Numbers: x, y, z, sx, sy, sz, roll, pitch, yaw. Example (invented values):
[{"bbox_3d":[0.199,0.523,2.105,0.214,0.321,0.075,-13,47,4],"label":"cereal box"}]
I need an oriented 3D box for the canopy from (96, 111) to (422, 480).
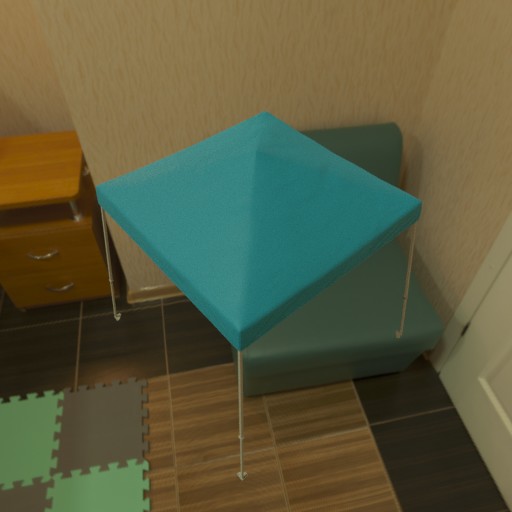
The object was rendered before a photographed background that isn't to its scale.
[{"bbox_3d":[0.000,0.000,6.495,3.600,3.600,3.599,-32,55,-26],"label":"canopy"}]
